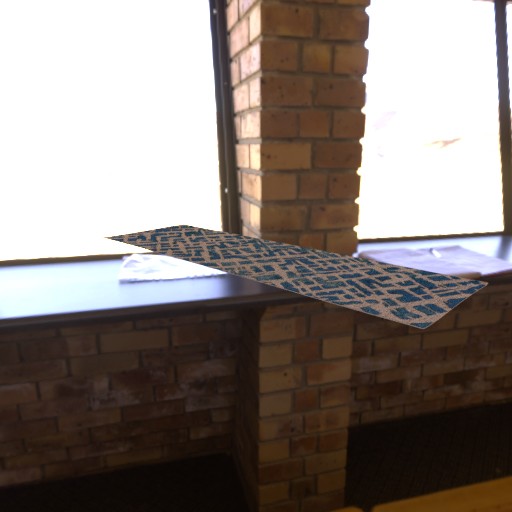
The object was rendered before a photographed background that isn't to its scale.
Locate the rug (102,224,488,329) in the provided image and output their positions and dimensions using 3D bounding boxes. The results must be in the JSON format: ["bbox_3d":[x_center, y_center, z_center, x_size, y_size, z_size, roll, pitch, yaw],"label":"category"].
[{"bbox_3d":[0.000,0.000,2.741,2.446,0.011,0.768,13,19,42],"label":"rug"}]
